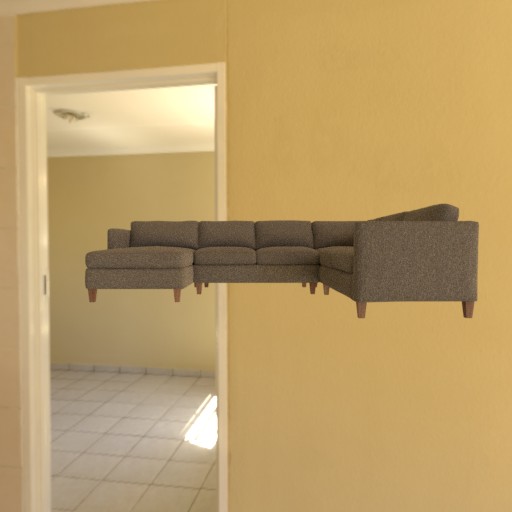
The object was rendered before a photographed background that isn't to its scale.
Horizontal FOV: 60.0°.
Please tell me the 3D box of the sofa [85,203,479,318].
[{"bbox_3d":[0.000,0.000,4.425,3.238,0.853,2.551,0,1,-1],"label":"sofa"}]
